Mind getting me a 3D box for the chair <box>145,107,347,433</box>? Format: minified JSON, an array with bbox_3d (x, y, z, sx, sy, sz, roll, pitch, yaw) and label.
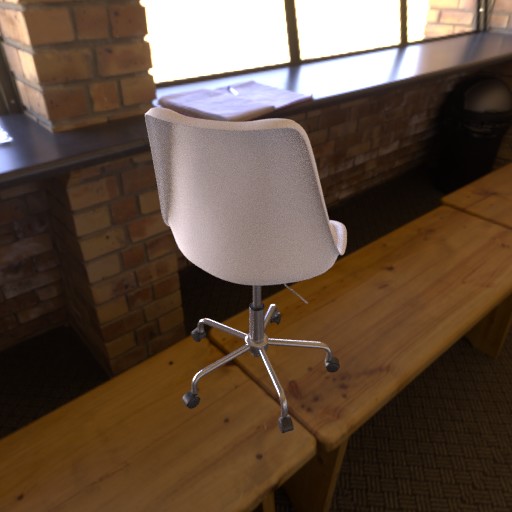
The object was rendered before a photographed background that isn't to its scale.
[{"bbox_3d":[0.000,0.000,1.271,0.550,0.930,0.550,10,34,15],"label":"chair"}]
